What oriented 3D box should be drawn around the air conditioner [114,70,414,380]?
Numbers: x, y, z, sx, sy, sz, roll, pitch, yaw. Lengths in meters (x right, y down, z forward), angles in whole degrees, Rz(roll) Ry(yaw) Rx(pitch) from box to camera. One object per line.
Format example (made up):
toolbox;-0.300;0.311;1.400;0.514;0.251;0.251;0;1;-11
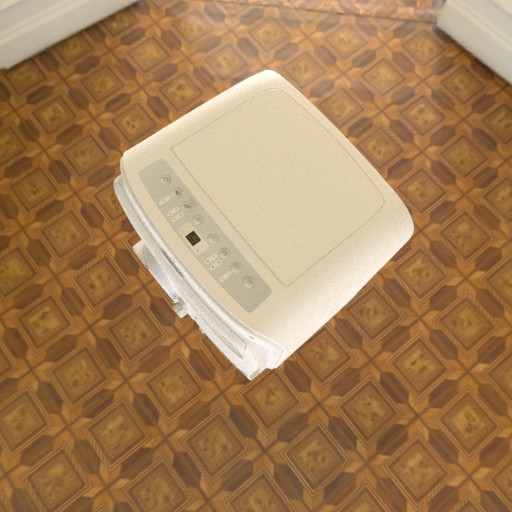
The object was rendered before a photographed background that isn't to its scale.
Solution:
air conditioner;0.000;0.000;1.088;0.467;0.765;0.478;-38;78;-10
